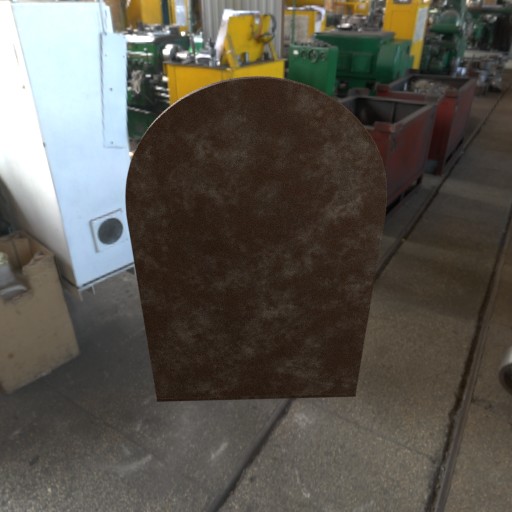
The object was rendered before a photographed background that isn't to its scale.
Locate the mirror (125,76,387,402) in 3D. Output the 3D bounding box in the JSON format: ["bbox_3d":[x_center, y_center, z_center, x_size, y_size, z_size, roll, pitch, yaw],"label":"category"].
[{"bbox_3d":[0.000,0.000,0.993,0.510,0.770,0.137,-1,31,-2],"label":"mirror"}]
